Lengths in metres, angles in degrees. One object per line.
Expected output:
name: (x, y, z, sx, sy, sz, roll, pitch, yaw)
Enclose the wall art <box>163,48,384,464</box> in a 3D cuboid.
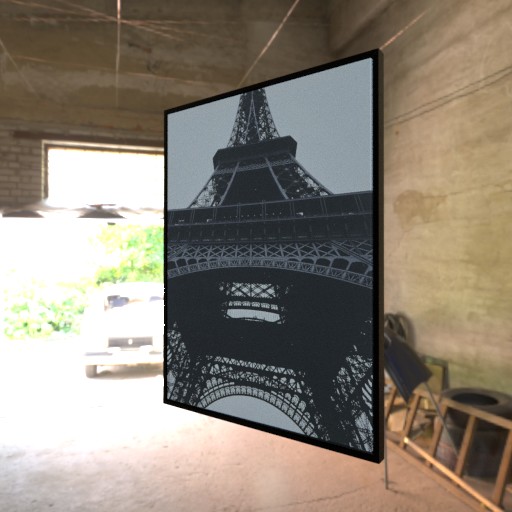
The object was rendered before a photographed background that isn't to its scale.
wall art: (0.000, 0.000, 1.384, 0.805, 1.062, 0.040, 0, -1, 36)
